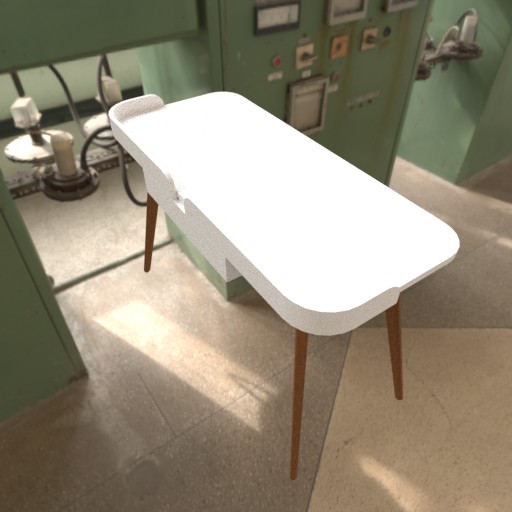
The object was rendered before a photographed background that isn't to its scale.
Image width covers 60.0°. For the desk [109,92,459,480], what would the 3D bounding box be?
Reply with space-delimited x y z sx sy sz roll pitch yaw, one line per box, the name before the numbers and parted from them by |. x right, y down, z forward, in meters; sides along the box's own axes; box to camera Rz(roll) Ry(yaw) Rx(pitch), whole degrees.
desk | 0.000 0.000 1.597 0.534 0.807 1.206 -25 48 -24
